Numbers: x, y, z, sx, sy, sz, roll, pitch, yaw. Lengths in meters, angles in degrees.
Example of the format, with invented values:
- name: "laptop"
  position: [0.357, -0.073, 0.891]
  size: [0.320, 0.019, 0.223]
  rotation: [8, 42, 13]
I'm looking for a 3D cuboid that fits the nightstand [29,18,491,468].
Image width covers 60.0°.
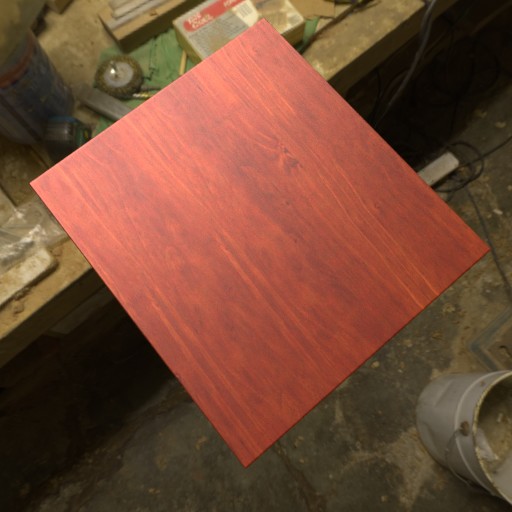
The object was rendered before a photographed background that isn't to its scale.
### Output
- name: "nightstand"
  position: [0.000, 0.000, 0.979]
  size: [0.501, 0.558, 0.558]
  rotation: [-39, 80, -8]
